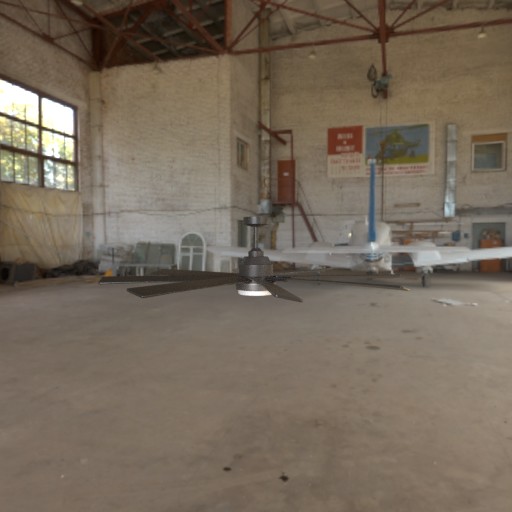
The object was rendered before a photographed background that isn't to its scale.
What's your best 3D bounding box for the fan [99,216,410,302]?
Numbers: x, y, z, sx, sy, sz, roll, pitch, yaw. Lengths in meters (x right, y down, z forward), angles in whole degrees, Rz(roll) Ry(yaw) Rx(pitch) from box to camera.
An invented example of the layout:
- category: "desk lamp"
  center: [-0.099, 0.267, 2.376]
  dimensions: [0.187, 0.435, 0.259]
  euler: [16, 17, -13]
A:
- category: "fan"
  center: [0.000, 0.000, 2.705]
  dimensions: [1.830, 0.472, 1.830]
  euler: [2, 3, 36]
